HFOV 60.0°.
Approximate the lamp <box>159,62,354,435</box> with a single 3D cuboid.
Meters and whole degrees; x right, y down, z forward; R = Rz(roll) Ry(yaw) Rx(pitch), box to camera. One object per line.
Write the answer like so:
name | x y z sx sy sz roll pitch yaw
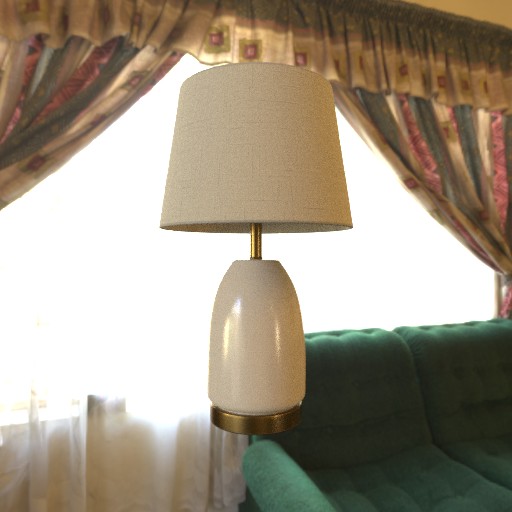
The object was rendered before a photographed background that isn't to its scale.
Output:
lamp | 0.000 0.000 0.664 0.285 0.483 0.285 0 0 0
